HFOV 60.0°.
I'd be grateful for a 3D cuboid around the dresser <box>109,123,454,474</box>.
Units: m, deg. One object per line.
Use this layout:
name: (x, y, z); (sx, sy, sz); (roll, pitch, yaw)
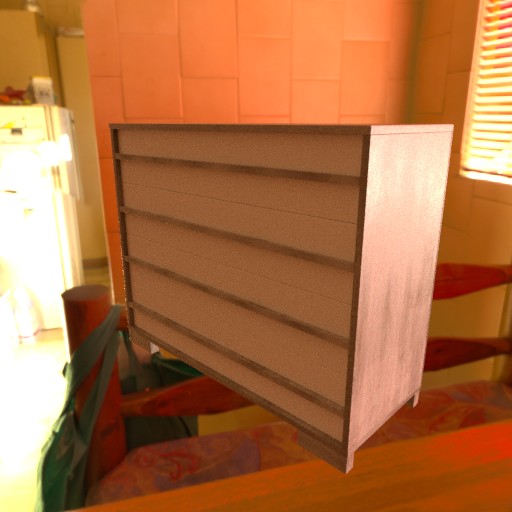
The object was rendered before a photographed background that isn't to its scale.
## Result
dresser: (0.000, 0.000, 1.425); (0.994, 0.816, 0.404); (16, 23, 42)
